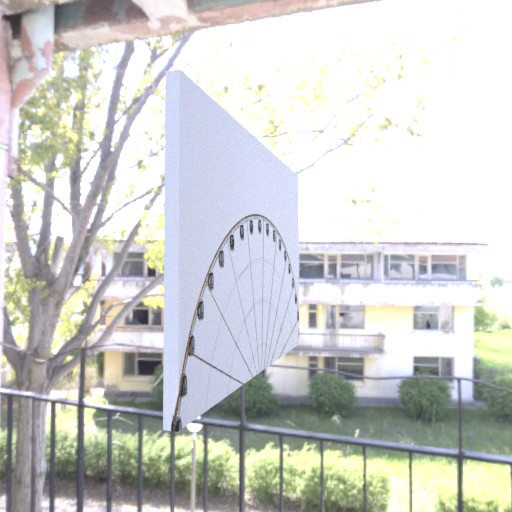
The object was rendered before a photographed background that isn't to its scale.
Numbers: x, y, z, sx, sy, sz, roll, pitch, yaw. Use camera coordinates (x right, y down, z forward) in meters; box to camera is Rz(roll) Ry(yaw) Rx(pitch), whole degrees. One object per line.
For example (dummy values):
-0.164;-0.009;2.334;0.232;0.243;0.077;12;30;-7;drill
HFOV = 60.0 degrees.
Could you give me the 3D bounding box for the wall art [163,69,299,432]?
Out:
0.000;0.000;1.482;0.038;0.767;1.144;-1;-2;18;wall art
